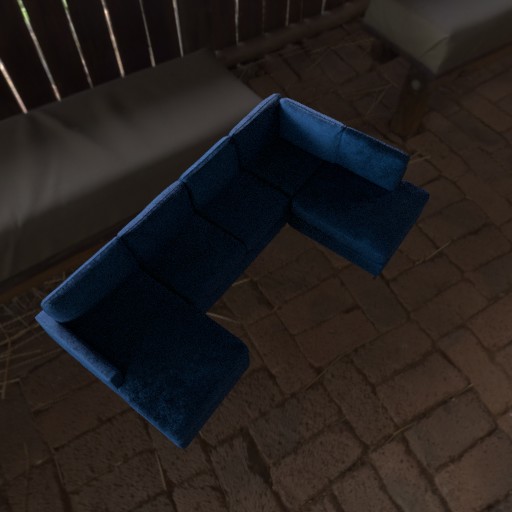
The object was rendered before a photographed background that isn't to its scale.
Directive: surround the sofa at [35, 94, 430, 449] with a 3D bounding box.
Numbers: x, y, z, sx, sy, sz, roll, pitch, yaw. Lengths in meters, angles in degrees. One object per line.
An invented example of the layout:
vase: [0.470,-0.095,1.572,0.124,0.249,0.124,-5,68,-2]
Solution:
sofa: [0.000,0.000,4.256,2.055,0.992,3.434,32,63,19]
